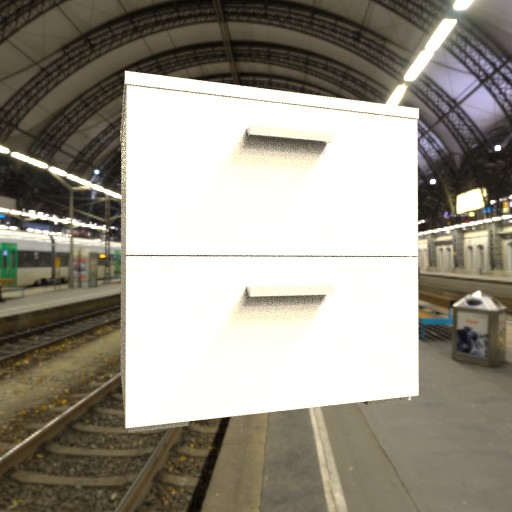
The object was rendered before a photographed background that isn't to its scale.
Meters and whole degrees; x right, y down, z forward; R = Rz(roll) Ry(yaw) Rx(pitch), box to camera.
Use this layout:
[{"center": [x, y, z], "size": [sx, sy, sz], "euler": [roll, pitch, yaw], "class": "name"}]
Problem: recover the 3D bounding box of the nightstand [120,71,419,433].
[{"center": [0.000, 0.000, 0.761], "size": [0.441, 0.460, 0.325], "euler": [0, -1, -18], "class": "nightstand"}]
